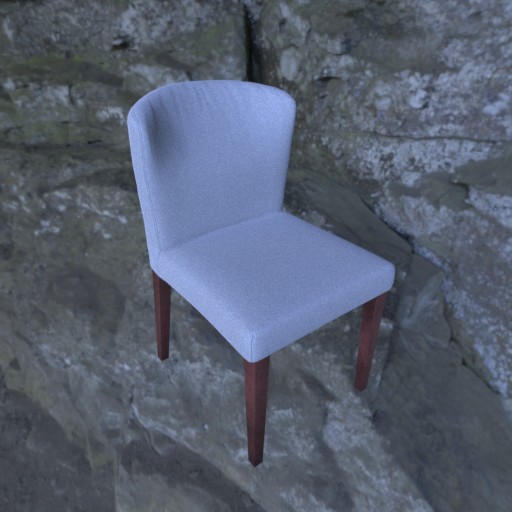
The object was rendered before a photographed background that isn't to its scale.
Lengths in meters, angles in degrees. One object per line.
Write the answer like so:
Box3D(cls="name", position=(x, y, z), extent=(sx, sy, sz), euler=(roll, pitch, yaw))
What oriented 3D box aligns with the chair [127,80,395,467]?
Box3D(cls="chair", position=(0.000, 0.000, 1.214), extent=(0.491, 0.839, 0.592), euler=(-21, 36, -32))
